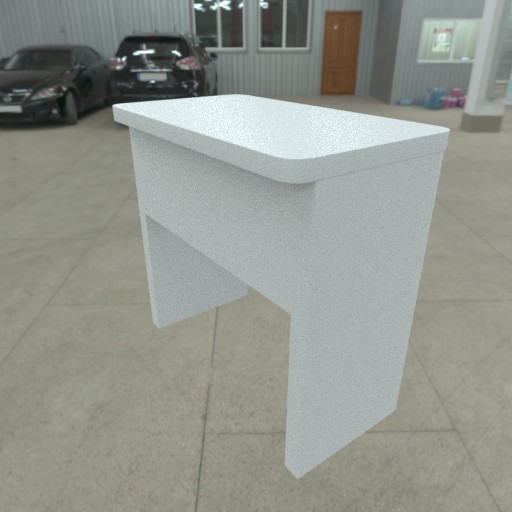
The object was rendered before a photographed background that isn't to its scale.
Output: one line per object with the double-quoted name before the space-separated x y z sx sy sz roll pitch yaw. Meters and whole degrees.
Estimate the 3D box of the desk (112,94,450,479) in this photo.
"desk" 0.000 0.000 1.240 0.446 0.760 0.790 -18 31 -32
